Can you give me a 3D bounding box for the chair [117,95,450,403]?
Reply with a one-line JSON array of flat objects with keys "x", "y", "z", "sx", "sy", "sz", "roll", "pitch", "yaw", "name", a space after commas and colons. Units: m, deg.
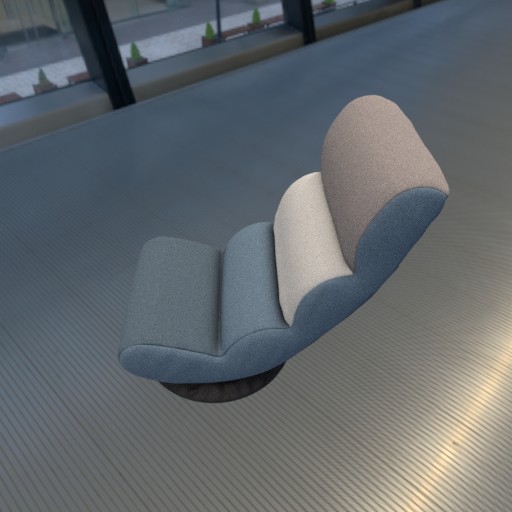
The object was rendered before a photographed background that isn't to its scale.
[{"x": 0.000, "y": 0.000, "z": 1.066, "sx": 0.661, "sy": 0.641, "sz": 0.420, "roll": -1, "pitch": 42, "yaw": -2, "name": "chair"}]
